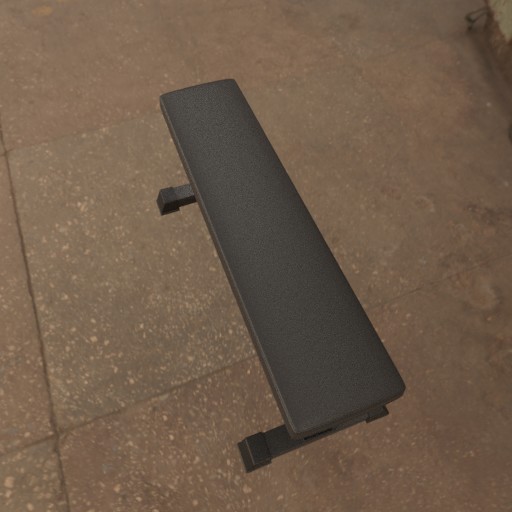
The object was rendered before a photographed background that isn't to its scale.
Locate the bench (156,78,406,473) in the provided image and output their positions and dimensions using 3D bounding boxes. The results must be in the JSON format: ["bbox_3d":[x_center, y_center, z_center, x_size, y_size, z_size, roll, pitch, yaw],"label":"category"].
[{"bbox_3d":[0.000,0.000,1.300,0.439,0.453,1.072,-18,59,-11],"label":"bench"}]
